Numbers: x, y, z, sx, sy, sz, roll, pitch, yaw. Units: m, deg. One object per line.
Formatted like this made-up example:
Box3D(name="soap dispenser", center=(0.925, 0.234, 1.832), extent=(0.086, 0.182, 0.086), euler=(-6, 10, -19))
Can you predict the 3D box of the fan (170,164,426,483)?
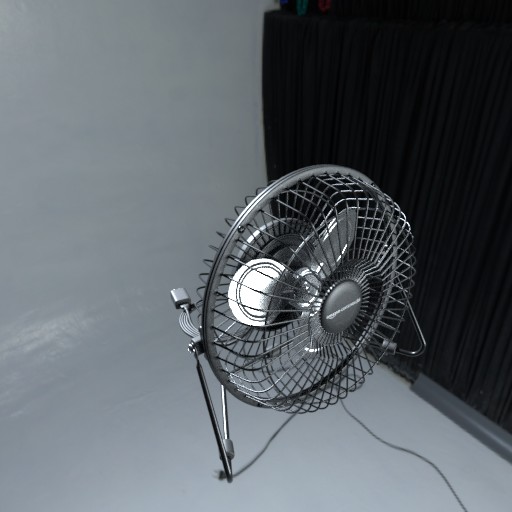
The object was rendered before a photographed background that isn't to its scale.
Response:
Box3D(name="fan", center=(0.000, 0.000, 0.373), extent=(0.209, 0.188, 0.227), euler=(-21, 36, -31))
